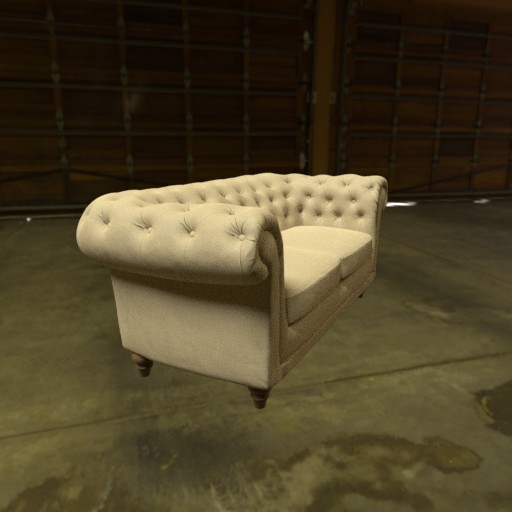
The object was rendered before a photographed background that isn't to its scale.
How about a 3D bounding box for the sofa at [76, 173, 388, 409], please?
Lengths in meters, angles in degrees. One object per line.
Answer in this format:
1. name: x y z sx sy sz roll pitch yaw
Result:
1. sofa: 0.000 0.000 2.524 1.069 0.835 1.988 8 16 27
